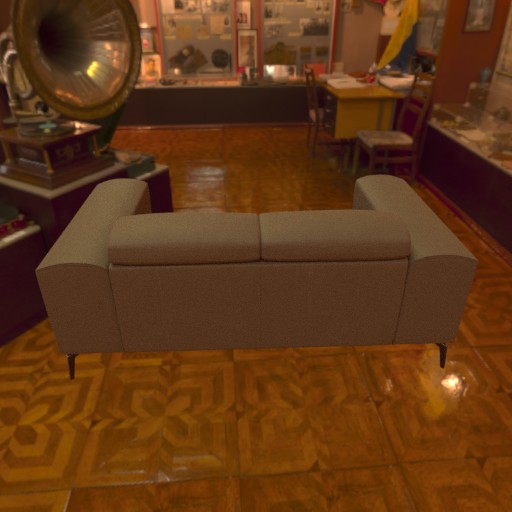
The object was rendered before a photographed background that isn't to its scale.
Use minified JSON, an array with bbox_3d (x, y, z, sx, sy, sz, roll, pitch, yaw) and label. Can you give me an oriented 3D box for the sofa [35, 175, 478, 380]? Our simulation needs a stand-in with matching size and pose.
[{"bbox_3d":[0.000,0.000,2.393,1.895,0.779,1.003,-1,31,-2],"label":"sofa"}]
